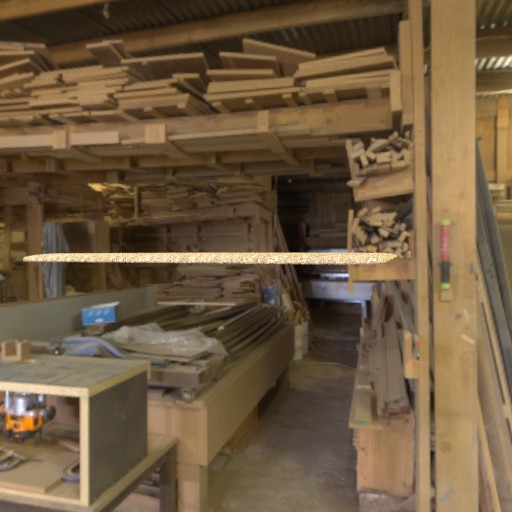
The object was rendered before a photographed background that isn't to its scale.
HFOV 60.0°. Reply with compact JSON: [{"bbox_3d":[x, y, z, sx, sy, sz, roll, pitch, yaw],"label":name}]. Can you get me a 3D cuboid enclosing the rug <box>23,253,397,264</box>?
[{"bbox_3d":[0.000,0.000,3.775,2.242,0.050,2.873,0,1,19],"label":"rug"}]
